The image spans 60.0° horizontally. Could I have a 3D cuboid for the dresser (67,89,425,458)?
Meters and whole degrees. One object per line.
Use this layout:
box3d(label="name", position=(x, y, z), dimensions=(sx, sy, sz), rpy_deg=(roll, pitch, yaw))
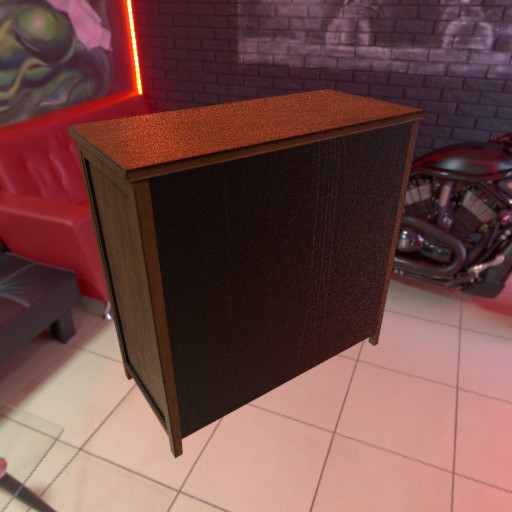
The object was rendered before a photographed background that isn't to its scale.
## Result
box3d(label="dresser", position=(0.000, 0.000, 1.989), dimensions=(1.250, 1.224, 0.591), rpy_deg=(-19, 36, -29))
